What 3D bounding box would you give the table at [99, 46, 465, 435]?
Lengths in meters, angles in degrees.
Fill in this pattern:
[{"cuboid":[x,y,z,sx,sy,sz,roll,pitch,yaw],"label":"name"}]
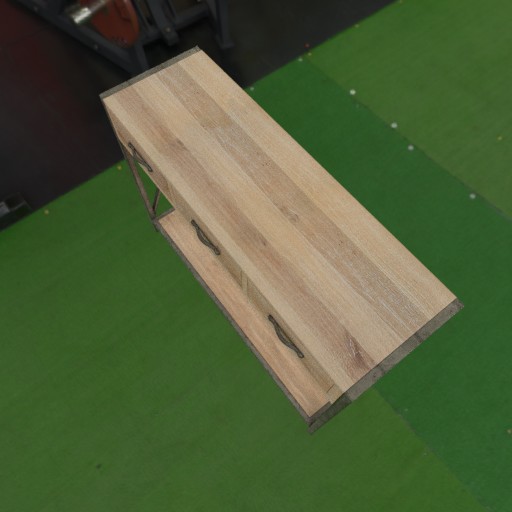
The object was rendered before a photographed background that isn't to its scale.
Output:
[{"cuboid":[0.000,0.000,1.460,0.361,0.763,1.059,-34,68,-16],"label":"table"}]
